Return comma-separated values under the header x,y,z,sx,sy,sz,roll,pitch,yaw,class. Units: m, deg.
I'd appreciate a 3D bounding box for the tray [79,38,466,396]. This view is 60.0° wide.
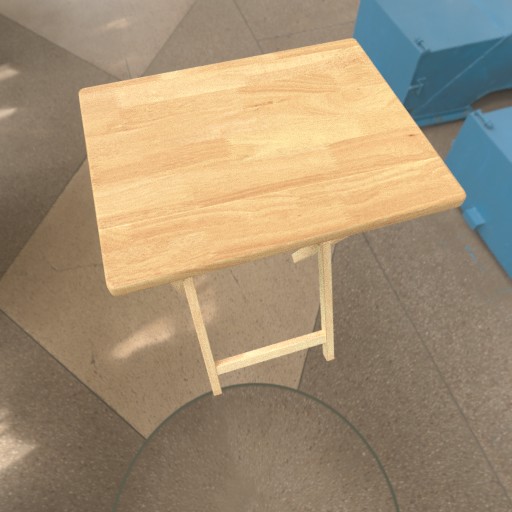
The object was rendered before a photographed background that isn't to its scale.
x,y,z,sx,sy,sz,roll,pitch,yaw,class
0.000,0.000,0.932,0.483,0.660,0.381,-15,59,-9,tray
